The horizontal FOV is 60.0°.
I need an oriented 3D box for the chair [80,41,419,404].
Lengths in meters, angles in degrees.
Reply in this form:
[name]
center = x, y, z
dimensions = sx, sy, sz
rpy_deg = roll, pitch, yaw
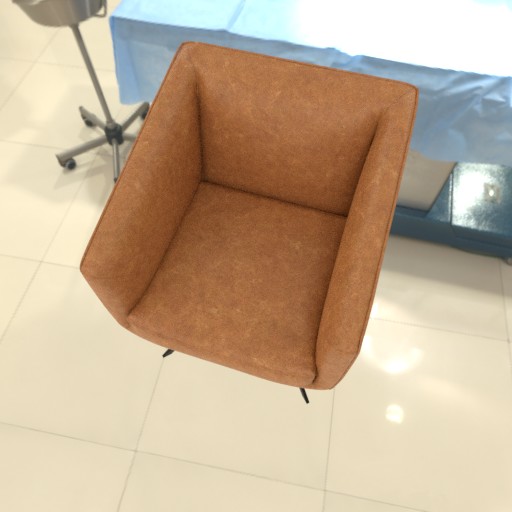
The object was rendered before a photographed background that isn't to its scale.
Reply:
[chair]
center = 0.000, 0.000, 1.193
dimensions = 0.588, 0.760, 0.625
rpy_deg = 15, 60, 9
